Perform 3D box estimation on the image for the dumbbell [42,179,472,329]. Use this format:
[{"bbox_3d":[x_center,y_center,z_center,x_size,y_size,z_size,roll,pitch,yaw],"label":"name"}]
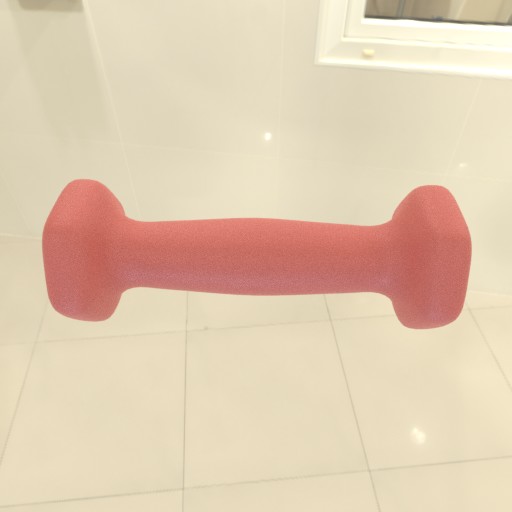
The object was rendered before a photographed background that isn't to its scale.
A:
[{"bbox_3d":[0.000,0.000,0.141,0.123,0.043,0.047,1,46,1],"label":"dumbbell"}]
